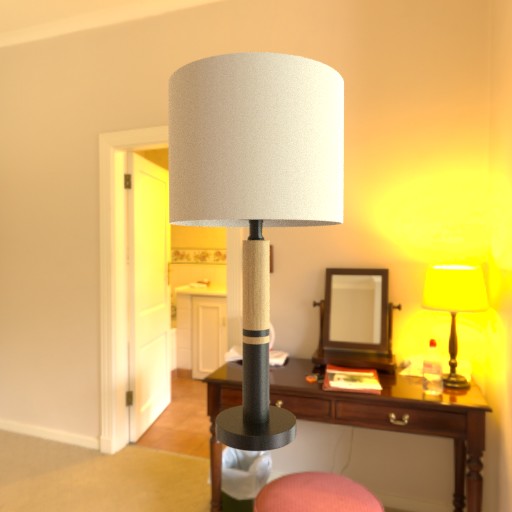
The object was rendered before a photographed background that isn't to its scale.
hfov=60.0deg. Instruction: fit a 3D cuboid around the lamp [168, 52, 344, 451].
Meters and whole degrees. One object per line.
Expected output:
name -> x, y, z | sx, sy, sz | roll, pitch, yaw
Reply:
lamp -> 0.000, 0.000, 0.792 | 0.305, 0.640, 0.305 | 0, 2, -18
